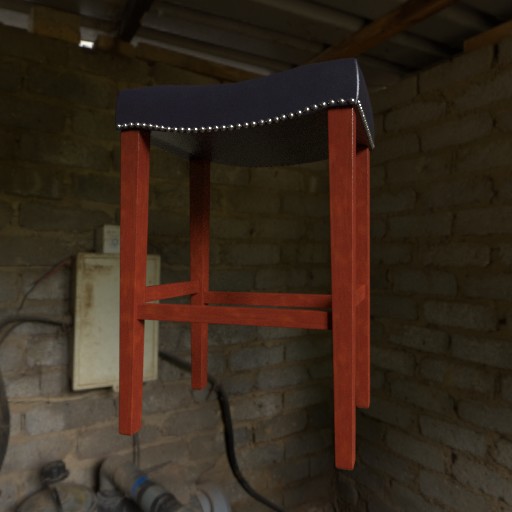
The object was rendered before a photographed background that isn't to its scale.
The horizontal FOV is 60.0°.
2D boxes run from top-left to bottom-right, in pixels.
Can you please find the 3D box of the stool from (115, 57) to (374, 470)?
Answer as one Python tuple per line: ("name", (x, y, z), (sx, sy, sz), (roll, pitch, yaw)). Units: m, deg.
("stool", (0.000, 0.000, 1.013), (0.504, 0.742, 0.372), (0, 0, 19))
